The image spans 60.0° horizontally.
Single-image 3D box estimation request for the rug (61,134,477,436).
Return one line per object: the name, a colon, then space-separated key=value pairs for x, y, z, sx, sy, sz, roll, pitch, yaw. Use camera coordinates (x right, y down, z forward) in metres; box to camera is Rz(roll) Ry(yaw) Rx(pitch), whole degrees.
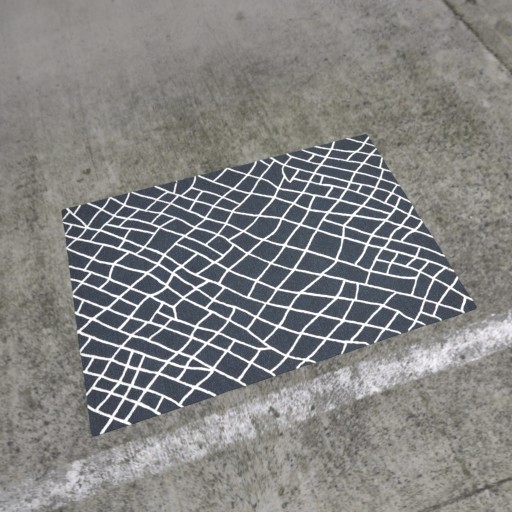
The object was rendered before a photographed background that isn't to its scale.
rug: x=0.000 y=0.000 z=2.262 sx=1.830 sy=0.013 sz=1.223 roll=-16 pitch=61 yaw=-9
